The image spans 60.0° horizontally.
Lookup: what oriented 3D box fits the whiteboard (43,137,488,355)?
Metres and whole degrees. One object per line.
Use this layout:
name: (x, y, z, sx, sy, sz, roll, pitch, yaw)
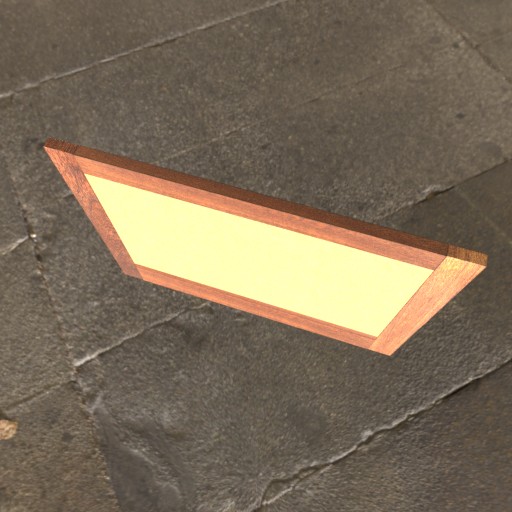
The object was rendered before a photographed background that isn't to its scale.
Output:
whiteboard: (0.000, 0.000, 1.013, 0.783, 0.559, 0.083, 16, 64, 8)
